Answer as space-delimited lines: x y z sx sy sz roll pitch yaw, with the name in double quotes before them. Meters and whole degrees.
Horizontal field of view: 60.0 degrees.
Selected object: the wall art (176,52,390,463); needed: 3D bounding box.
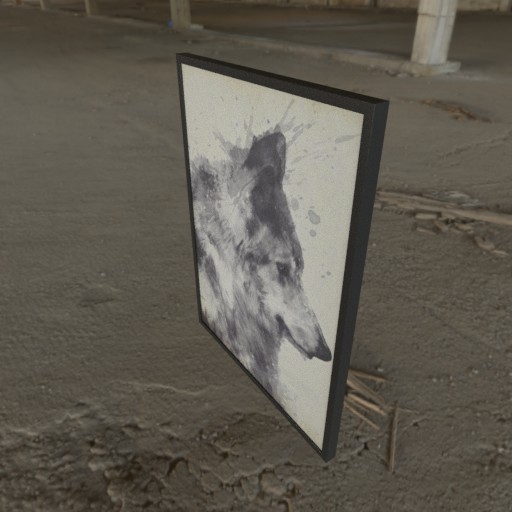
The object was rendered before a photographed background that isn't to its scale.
"wall art" 0.000 0.000 1.361 0.039 1.061 0.804 -20 37 -29
